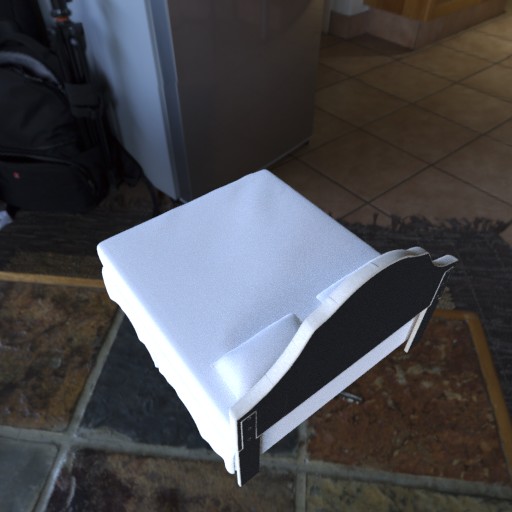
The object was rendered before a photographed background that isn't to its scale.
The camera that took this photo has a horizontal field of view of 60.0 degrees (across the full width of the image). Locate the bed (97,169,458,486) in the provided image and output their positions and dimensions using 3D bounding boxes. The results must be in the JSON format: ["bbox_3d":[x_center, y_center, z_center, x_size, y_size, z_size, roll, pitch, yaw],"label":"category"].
[{"bbox_3d":[0.000,0.000,3.546,2.008,1.615,2.214,-29,52,-25],"label":"bed"}]
